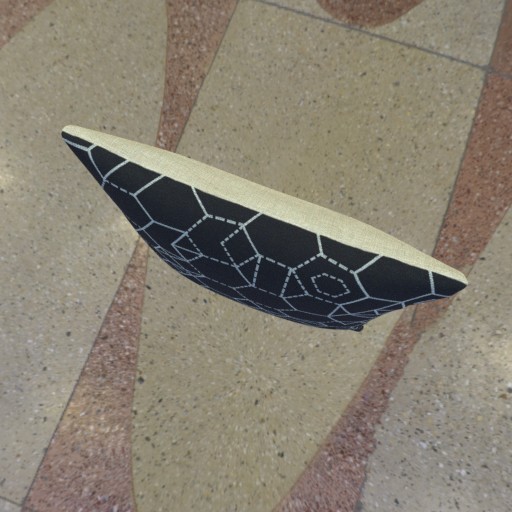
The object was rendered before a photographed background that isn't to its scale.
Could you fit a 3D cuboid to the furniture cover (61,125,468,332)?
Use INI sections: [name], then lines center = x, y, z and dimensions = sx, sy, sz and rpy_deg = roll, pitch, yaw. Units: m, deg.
[furniture cover]
center = 0.000, 0.000, 0.765
dimensions = 0.517, 0.508, 0.158
rpy_deg = 21, 76, 5
